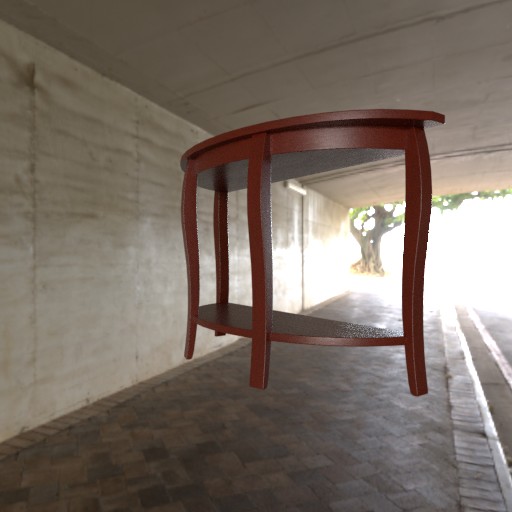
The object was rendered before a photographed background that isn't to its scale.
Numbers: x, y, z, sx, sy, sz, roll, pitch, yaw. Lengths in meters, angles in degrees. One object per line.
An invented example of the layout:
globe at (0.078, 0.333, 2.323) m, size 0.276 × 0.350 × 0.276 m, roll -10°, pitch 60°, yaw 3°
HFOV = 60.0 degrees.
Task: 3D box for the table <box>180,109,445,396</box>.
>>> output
table at (0.000, 0.000, 1.596) m, size 0.405 × 0.779 × 1.219 m, roll 0°, pitch 0°, yaw -36°
